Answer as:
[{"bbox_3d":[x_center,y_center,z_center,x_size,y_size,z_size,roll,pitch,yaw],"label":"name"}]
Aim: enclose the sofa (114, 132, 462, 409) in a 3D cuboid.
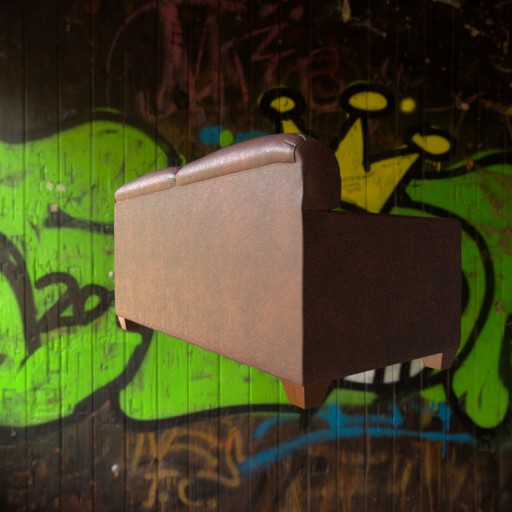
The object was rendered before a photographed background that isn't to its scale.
[{"bbox_3d":[0.000,0.000,2.426,1.000,0.966,1.856,-1,2,-36],"label":"sofa"}]
